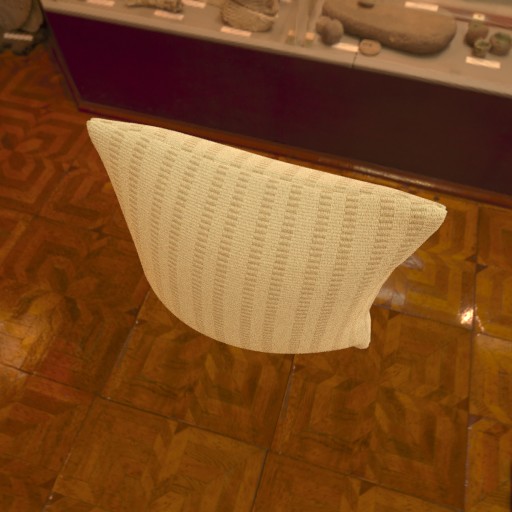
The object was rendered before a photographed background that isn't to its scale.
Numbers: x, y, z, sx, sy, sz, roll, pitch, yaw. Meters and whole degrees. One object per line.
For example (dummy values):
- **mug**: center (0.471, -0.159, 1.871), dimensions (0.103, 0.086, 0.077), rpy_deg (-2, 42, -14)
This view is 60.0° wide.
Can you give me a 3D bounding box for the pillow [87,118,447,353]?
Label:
- **pillow**: center (0.000, 0.000, 0.680), dimensions (0.438, 0.419, 0.247), rpy_deg (16, 60, 10)
